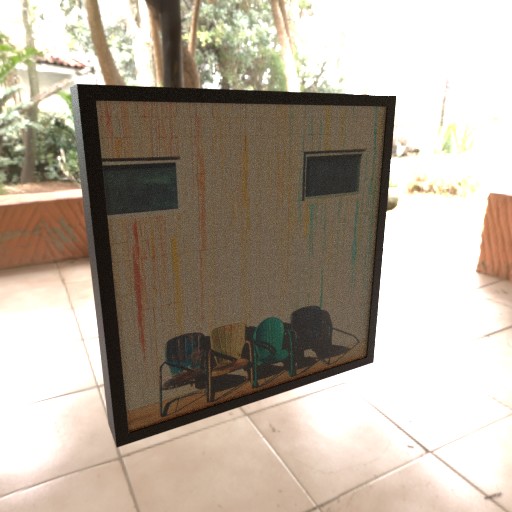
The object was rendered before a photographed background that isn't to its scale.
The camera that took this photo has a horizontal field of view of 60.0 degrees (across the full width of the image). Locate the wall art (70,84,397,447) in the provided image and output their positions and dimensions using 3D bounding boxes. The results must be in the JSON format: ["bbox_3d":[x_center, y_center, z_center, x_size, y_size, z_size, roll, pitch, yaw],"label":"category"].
[{"bbox_3d":[0.000,0.000,0.436,0.304,0.304,0.038,-9,19,-27],"label":"wall art"}]
